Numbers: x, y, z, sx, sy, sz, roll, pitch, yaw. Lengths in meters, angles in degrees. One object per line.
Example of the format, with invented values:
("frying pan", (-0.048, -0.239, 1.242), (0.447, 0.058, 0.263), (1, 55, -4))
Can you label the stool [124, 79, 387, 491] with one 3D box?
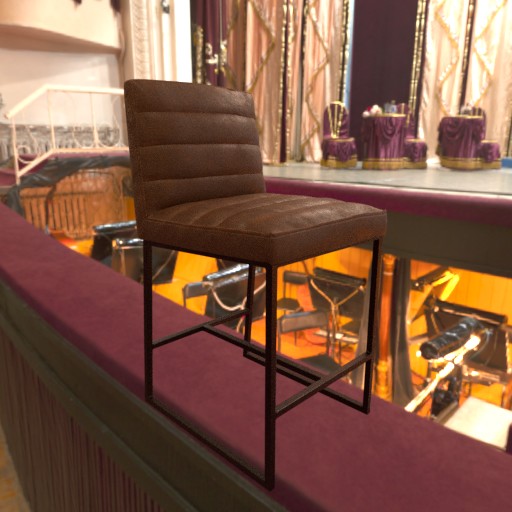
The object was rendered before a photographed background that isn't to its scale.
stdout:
("stool", (0.000, 0.000, 1.226), (0.562, 0.942, 0.463), (13, 19, 43))
